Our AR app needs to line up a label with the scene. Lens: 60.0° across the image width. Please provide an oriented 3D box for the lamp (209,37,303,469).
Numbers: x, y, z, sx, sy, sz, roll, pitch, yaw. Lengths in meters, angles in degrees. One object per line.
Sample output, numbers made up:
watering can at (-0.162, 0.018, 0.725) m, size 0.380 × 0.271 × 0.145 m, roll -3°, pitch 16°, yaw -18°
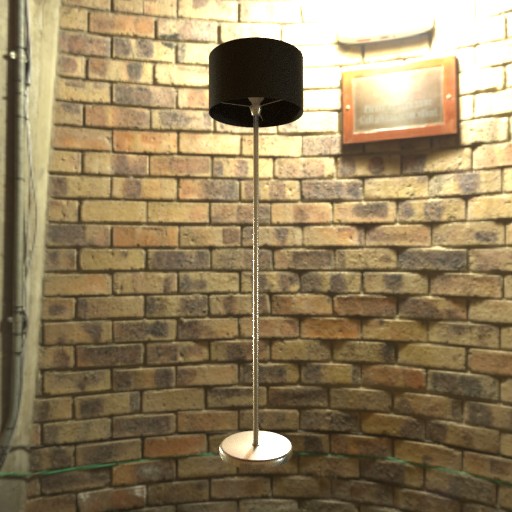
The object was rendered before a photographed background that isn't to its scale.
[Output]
lamp at (0.000, 0.000, 1.634) m, size 0.348 × 1.443 × 0.348 m, roll 0°, pitch 0°, yaw -20°
